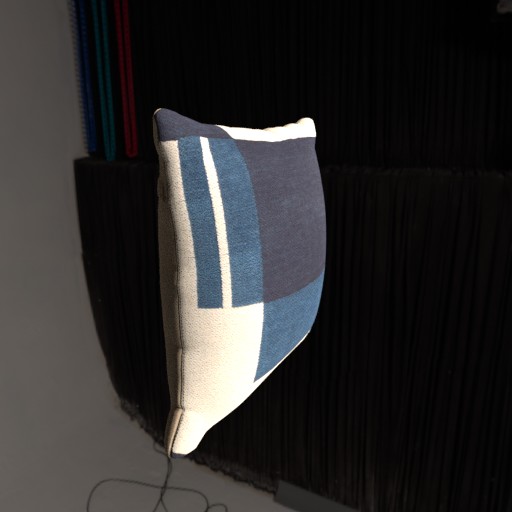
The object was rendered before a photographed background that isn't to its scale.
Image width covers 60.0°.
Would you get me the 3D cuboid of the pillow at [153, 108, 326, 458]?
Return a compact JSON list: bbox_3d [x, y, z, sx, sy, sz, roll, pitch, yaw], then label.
[{"bbox_3d":[0.000,0.000,0.817,0.229,0.506,0.536,8,16,27],"label":"pillow"}]
